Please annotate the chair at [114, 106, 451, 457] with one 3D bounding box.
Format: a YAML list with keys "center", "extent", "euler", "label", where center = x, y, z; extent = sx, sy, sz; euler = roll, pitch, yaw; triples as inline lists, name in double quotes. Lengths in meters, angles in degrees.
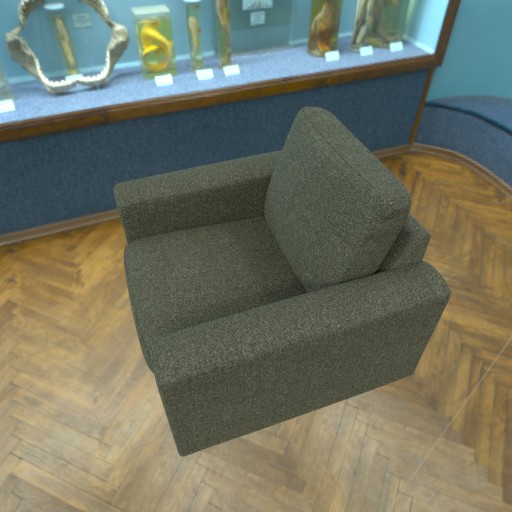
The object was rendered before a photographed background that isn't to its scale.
- center: [0.000, 0.000, 1.745]
  extent: [1.016, 0.873, 1.005]
  euler: [-14, 47, -14]
  label: "chair"
